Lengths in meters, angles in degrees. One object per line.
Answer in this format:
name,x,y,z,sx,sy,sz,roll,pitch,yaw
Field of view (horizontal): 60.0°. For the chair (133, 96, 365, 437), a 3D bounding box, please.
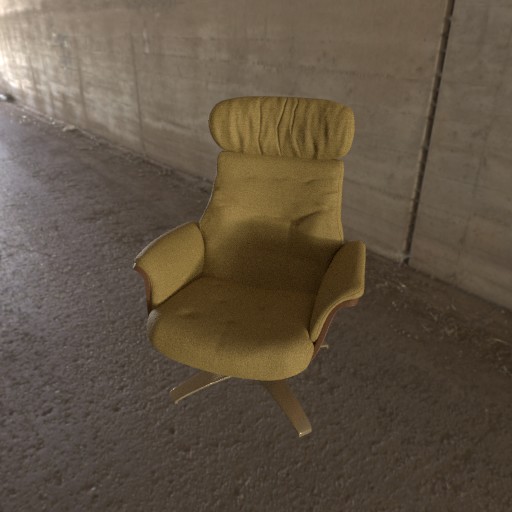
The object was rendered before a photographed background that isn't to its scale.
chair,0.000,0.000,1.585,0.785,0.995,0.837,8,28,16
